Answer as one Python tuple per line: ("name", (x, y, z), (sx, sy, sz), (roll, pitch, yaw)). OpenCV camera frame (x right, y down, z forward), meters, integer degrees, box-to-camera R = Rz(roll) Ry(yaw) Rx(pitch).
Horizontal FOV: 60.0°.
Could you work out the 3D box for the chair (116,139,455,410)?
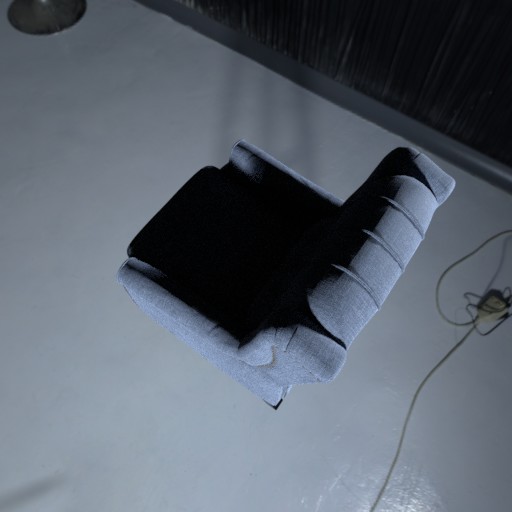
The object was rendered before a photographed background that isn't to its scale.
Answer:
("chair", (0.000, 0.000, 1.603), (0.898, 1.035, 0.742), (33, 68, 15))
